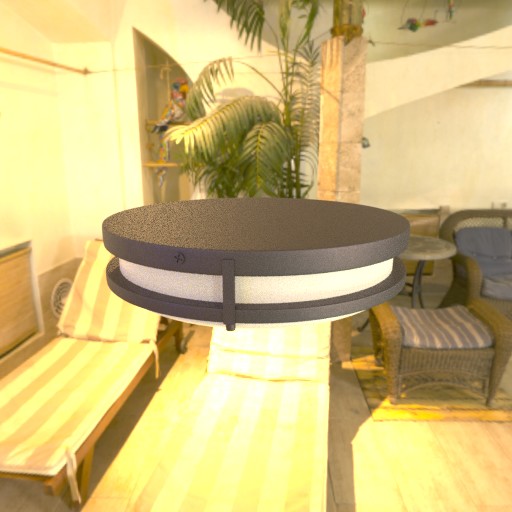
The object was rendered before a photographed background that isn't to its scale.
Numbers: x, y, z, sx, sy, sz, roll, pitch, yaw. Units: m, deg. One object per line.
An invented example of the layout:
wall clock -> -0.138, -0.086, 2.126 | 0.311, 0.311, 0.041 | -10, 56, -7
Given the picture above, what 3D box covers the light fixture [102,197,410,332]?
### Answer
light fixture -> 0.000, 0.000, 0.549 | 0.356, 0.102, 0.356 | 0, 15, 0
